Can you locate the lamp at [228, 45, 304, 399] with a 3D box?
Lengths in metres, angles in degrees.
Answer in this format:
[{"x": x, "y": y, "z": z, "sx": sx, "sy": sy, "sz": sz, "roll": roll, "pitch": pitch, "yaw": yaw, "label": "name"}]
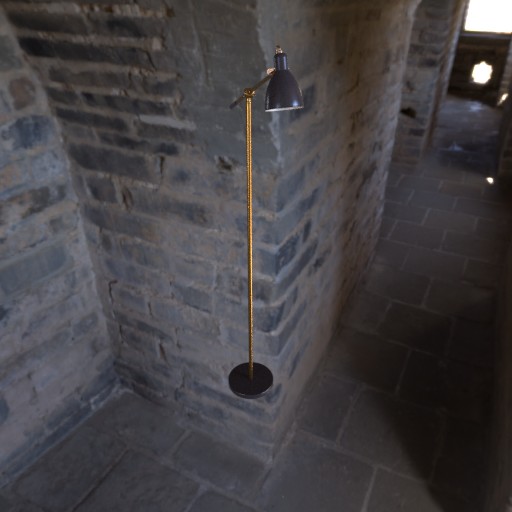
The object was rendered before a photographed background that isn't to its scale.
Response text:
[{"x": 0.000, "y": 0.000, "z": 1.851, "sx": 0.235, "sy": 1.628, "sz": 0.618, "roll": -10, "pitch": 32, "yaw": -16, "label": "lamp"}]
